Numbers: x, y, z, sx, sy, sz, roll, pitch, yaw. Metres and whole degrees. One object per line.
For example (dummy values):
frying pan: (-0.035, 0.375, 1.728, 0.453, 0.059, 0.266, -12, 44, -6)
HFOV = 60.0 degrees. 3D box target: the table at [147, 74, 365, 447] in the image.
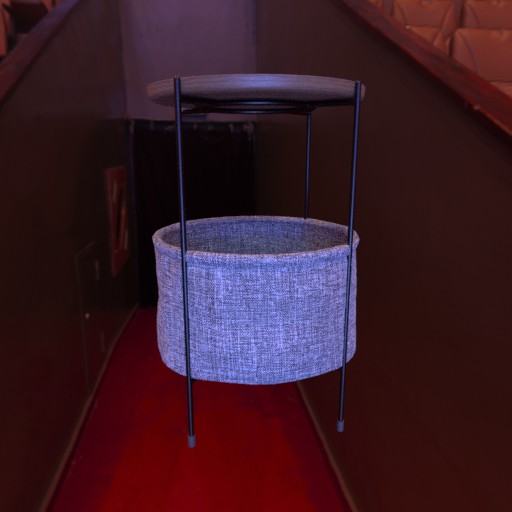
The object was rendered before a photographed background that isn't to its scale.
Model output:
table: (0.000, 0.000, 0.880, 0.400, 0.623, 0.400, -2, 14, -9)
